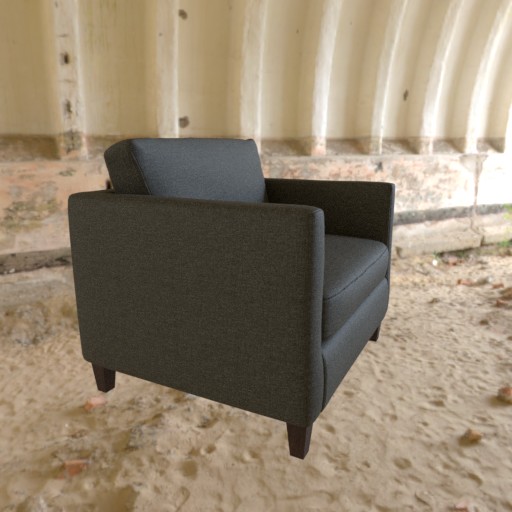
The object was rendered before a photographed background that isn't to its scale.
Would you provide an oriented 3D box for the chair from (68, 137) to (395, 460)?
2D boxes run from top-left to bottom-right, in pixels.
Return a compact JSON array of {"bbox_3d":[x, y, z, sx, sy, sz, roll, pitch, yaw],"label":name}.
[{"bbox_3d":[0.000,0.000,1.842,0.959,0.963,1.107,7,15,27],"label":"chair"}]
